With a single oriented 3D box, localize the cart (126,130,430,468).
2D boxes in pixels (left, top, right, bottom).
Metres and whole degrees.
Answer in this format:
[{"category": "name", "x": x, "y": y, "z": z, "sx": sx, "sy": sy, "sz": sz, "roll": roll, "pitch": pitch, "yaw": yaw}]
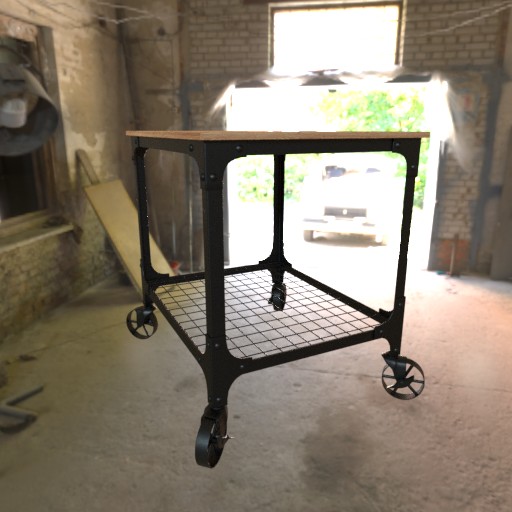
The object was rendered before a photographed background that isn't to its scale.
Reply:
[{"category": "cart", "x": 0.000, "y": 0.000, "z": 1.113, "sx": 0.558, "sy": 0.603, "sz": 0.666, "roll": -8, "pitch": 18, "yaw": -25}]
